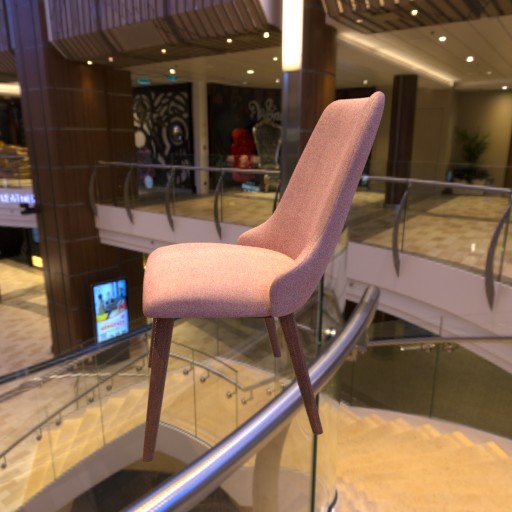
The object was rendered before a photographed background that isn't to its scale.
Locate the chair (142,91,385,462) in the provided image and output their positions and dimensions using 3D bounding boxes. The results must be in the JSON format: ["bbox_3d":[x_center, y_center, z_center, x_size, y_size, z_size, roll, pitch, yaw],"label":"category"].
[{"bbox_3d":[0.000,0.000,1.330,0.707,0.918,0.535,-3,15,-10],"label":"chair"}]
